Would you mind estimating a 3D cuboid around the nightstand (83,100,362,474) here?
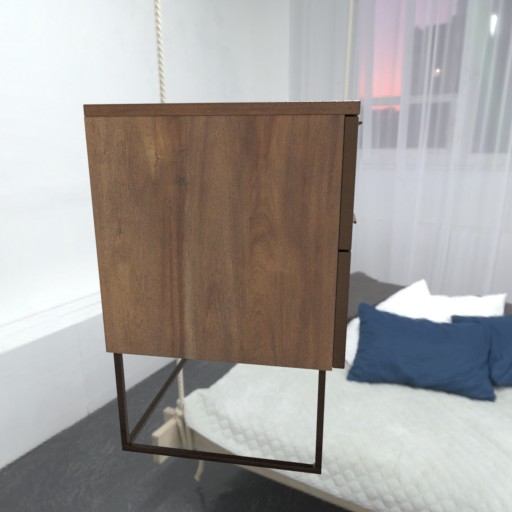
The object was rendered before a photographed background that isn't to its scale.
[{"bbox_3d":[0.000,0.000,0.998,0.427,0.611,0.605,2,15,9],"label":"nightstand"}]
